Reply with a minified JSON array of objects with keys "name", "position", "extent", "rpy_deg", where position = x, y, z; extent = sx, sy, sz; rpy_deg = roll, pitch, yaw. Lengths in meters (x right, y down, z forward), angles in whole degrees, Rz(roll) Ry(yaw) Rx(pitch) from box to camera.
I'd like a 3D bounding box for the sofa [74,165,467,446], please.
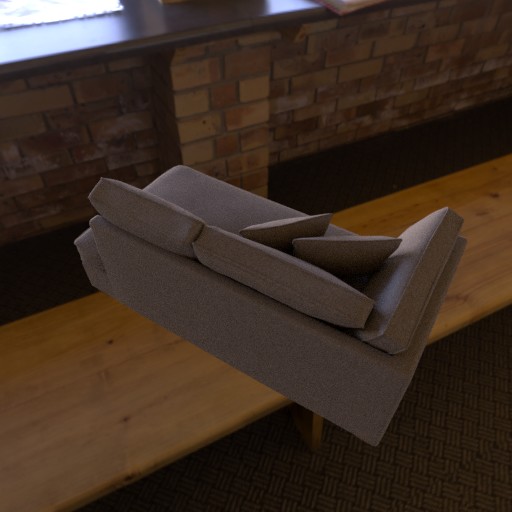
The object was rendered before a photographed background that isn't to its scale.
[{"name":"sofa","position":[0.000,0.000,2.854],"extent":[2.237,1.033,1.110],"rpy_deg":[24,51,22]}]
